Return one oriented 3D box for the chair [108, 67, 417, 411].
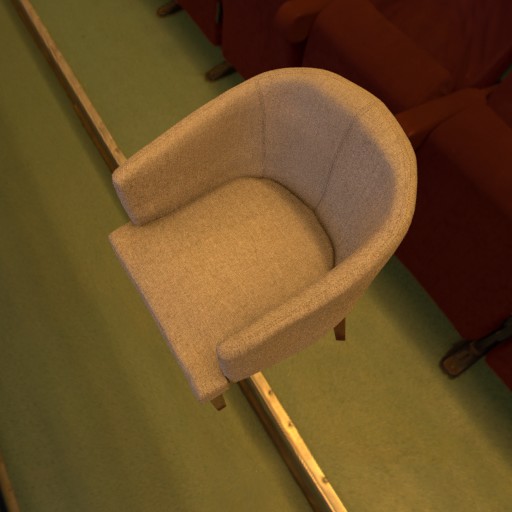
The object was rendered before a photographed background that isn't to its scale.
[{"bbox_3d":[0.000,0.000,1.234,0.655,0.811,0.583,-30,68,-14],"label":"chair"}]
